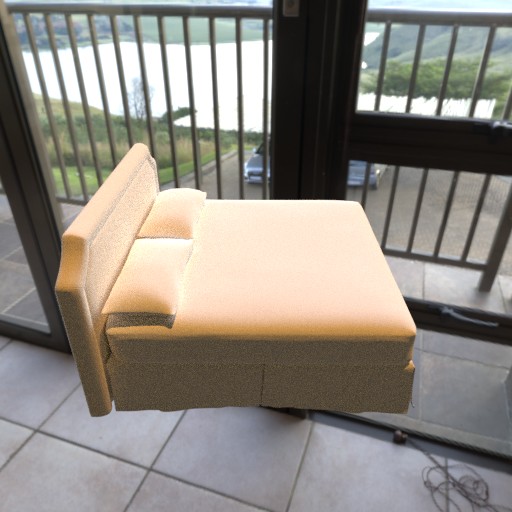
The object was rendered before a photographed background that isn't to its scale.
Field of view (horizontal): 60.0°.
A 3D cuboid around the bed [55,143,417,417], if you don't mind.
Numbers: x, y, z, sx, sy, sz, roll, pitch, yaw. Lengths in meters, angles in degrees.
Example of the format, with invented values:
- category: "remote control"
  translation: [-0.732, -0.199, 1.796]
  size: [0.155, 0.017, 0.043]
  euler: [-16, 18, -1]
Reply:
- category: "bed"
  translation: [0.000, 0.000, 3.536]
  size: [2.204, 1.301, 2.160]
  euler: [0, 32, 1]
